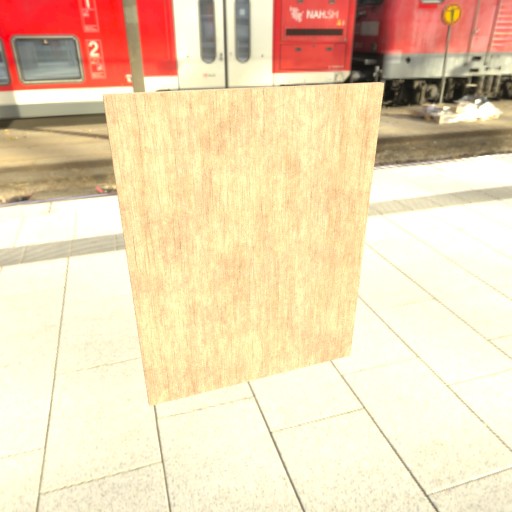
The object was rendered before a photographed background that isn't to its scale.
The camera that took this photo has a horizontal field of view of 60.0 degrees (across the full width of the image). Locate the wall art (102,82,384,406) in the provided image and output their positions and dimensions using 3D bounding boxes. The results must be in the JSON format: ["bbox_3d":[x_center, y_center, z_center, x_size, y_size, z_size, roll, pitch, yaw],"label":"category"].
[{"bbox_3d":[0.000,0.000,0.962,0.534,0.686,0.018,-9,29,-17],"label":"wall art"}]
